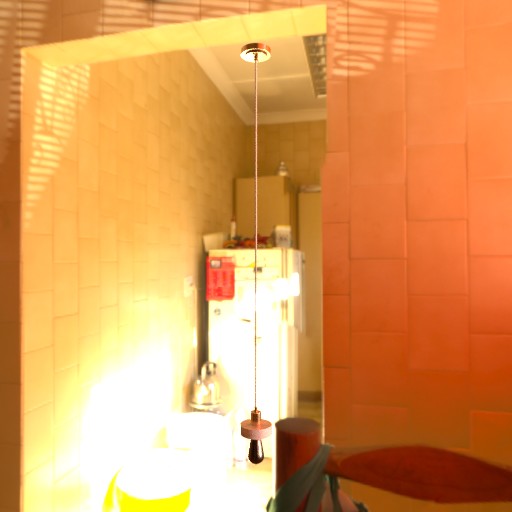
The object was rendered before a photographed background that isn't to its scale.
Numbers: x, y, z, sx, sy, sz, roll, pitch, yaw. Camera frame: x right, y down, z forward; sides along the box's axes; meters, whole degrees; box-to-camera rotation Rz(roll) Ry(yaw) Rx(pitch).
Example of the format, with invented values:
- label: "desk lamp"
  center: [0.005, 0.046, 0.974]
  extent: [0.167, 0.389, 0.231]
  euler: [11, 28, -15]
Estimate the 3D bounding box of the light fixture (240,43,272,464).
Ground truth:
- label: "light fixture"
  center: [0.000, 0.000, 1.789]
  extent: [0.129, 1.669, 0.129]
  euler: [0, -1, -18]
